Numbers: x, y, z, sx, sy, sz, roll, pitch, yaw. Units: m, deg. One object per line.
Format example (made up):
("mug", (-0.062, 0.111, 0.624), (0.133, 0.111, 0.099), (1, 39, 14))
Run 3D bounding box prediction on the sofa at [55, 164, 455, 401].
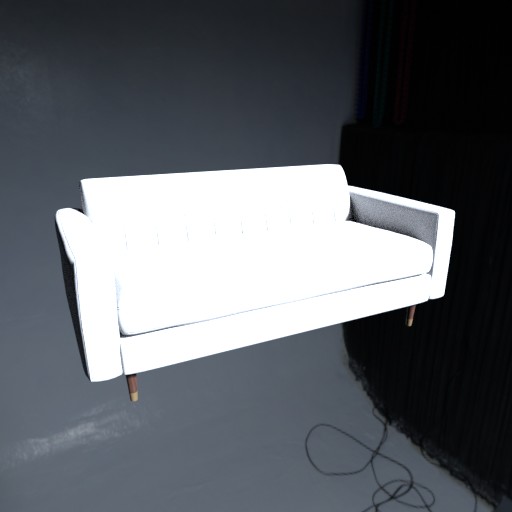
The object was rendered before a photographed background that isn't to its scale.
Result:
("sofa", (0.000, 0.000, 2.372), (1.895, 0.814, 0.969), (-9, 20, -25))
